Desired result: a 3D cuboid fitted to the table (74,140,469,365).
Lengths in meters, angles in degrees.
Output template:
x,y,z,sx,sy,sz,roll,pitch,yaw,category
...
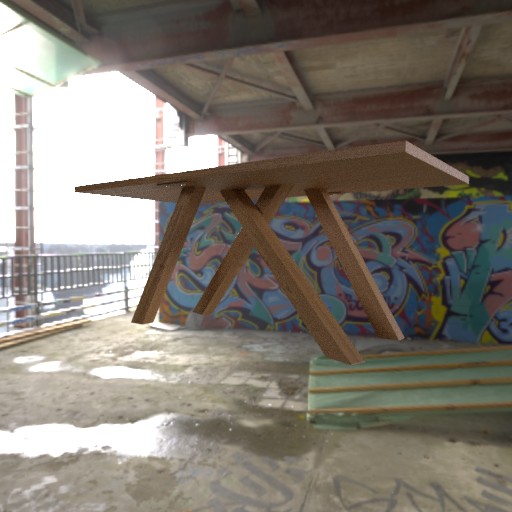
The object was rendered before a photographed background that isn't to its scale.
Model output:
x,y,z,sx,sy,sz,roll,pitch,yaw,category
0.000,0.000,2.246,1.797,0.750,0.901,1,2,37,table
